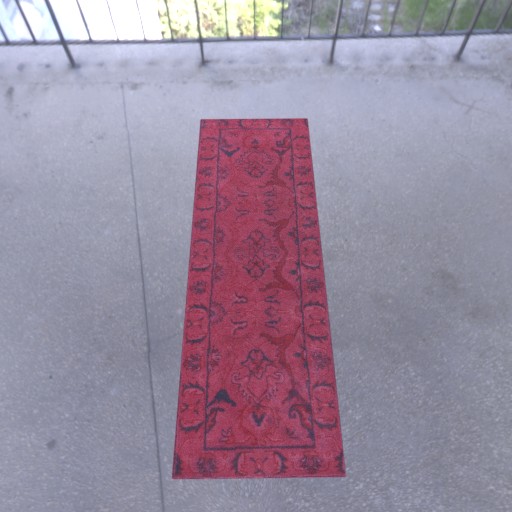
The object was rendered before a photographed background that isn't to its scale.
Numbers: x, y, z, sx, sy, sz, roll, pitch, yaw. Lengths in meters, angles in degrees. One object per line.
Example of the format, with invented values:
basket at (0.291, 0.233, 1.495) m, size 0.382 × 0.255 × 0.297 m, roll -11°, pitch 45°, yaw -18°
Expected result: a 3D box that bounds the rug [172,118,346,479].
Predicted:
rug at (0.000, 0.000, 2.707) m, size 0.813 × 0.018 × 2.439 m, roll -1°, pitch 58°, yaw 0°
